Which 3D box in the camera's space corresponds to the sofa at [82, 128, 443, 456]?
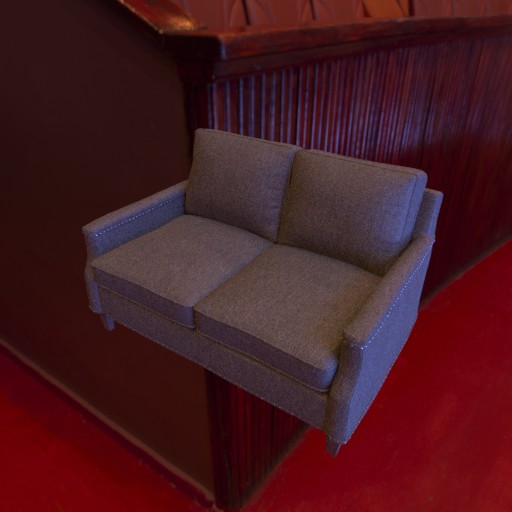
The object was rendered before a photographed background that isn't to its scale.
[{"bbox_3d":[0.000,0.000,2.336,1.597,1.003,1.084,19,36,29],"label":"sofa"}]
